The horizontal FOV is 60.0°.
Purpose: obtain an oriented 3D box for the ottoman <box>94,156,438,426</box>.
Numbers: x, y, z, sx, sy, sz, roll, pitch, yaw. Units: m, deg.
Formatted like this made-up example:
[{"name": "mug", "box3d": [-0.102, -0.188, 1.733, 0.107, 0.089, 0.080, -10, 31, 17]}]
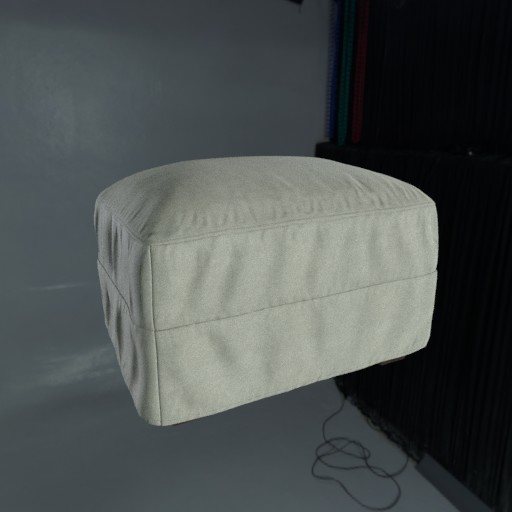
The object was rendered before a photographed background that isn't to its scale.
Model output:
[{"name": "ottoman", "box3d": [0.000, 0.000, 1.096, 0.712, 0.480, 0.584, -8, 18, -25]}]
